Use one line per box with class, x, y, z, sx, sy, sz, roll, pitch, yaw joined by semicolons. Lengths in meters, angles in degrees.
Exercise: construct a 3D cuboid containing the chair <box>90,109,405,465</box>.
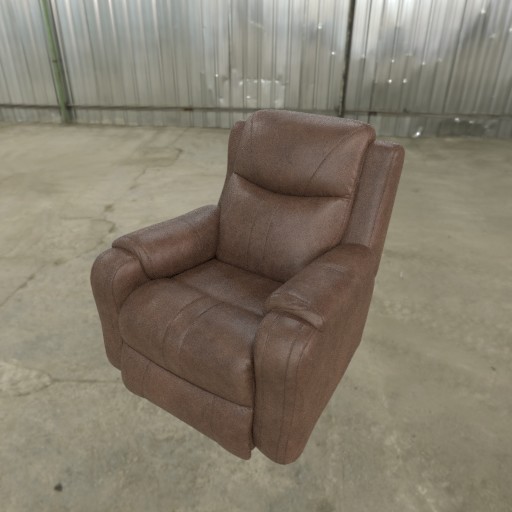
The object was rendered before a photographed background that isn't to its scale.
chair;0.000;0.000;1.790;0.940;0.990;1.067;18;34;29
